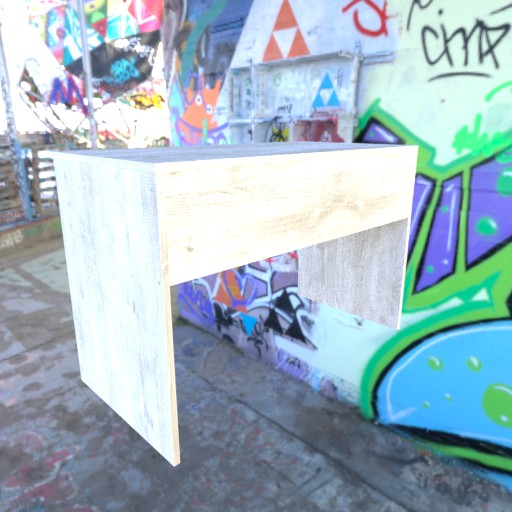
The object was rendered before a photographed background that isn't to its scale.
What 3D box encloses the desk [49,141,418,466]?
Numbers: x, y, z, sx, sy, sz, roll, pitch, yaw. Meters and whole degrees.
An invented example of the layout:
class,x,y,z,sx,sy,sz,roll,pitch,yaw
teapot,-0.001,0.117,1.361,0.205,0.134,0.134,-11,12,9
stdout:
class,x,y,z,sx,sy,sz,roll,pitch,yaw
desk,0.000,0.000,1.541,1.100,0.730,0.560,-15,23,-42
